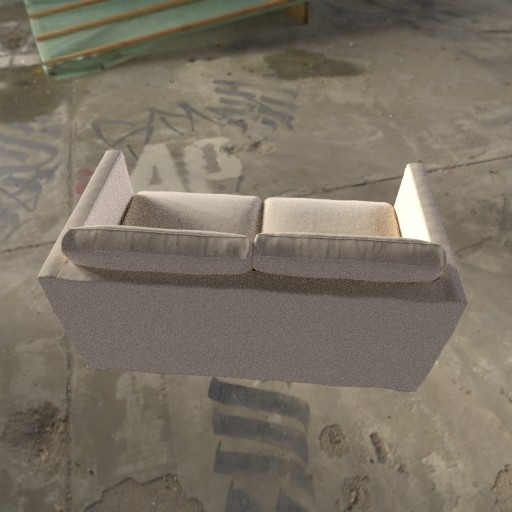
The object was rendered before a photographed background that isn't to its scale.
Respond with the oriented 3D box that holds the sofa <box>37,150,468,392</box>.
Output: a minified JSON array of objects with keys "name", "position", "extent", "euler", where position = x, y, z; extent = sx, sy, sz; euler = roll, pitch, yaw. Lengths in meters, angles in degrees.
[{"name":"sofa","position":[0.000,0.000,2.269],"extent":[1.746,0.834,0.962],"euler":[3,46,3]}]
